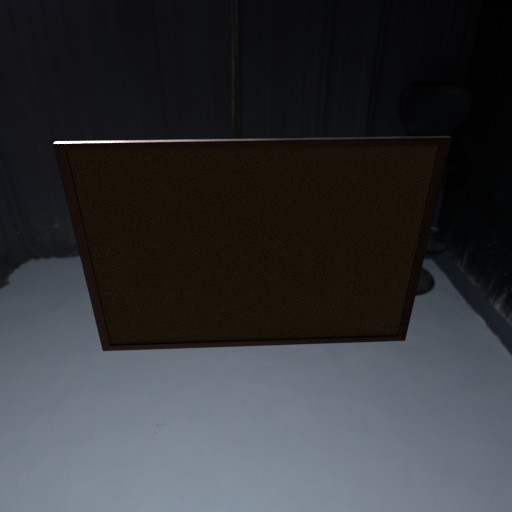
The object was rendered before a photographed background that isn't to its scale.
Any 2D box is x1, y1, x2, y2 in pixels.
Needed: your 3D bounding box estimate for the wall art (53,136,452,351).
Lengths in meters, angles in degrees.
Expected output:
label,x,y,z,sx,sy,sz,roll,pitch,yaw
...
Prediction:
label,x,y,z,sx,sy,sz,roll,pitch,yaw
wall art,0.000,0.000,1.057,0.816,0.559,0.014,-1,31,-2
